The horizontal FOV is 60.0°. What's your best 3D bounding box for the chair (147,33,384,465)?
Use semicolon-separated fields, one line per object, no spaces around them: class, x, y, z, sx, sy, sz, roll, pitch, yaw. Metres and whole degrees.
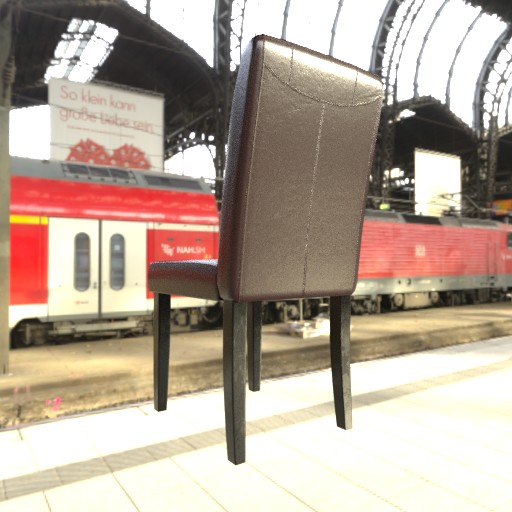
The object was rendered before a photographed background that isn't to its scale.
chair;0.000;0.000;1.197;0.399;0.897;0.556;0;-1;-36
